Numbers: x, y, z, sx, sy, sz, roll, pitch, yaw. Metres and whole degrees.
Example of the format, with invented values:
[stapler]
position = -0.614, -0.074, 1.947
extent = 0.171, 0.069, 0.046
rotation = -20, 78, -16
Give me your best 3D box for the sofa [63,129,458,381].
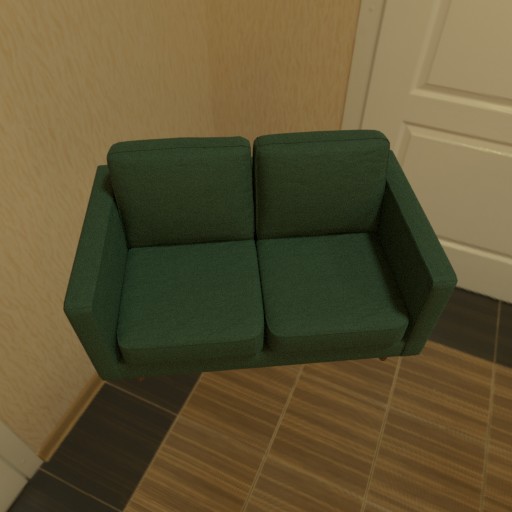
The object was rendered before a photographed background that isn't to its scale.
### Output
[sofa]
position = 0.000, 0.000, 2.021
extent = 1.430, 0.899, 0.879
rotation = -4, 48, -3
